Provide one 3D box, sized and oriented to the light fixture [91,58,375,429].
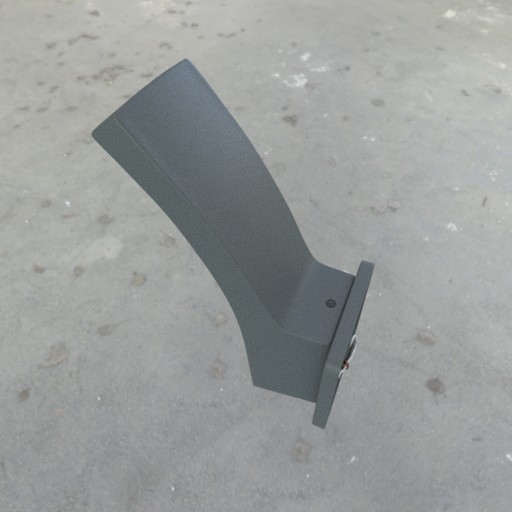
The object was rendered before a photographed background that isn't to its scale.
[{"bbox_3d":[0.000,0.000,0.329,0.174,0.243,0.108,17,48,16],"label":"light fixture"}]
